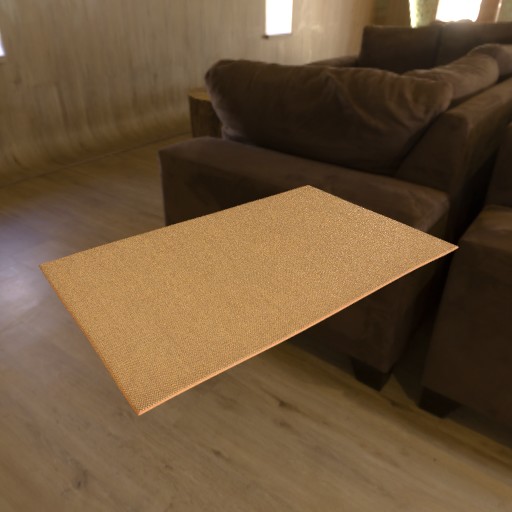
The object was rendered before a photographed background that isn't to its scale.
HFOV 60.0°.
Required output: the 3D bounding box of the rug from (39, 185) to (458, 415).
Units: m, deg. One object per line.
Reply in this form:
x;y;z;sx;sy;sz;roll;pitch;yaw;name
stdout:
0.000;0.000;2.087;1.678;0.013;1.078;-21;36;-32;rug
